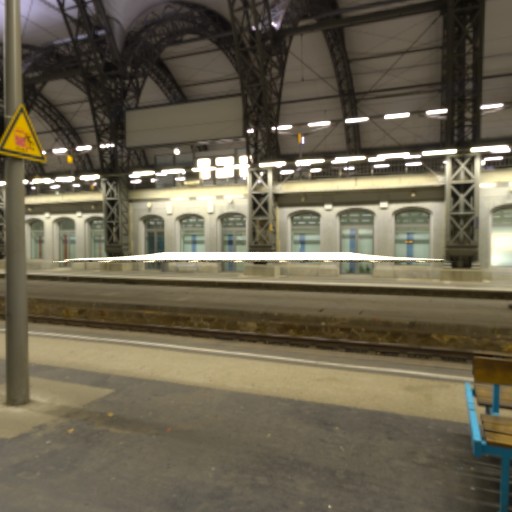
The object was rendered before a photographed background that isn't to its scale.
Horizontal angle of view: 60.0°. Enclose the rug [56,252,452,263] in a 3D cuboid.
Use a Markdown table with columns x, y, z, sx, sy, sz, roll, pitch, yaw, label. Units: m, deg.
| x | y | z | sx | sy | sz | roll | pitch | yaw | label |
| --- | --- | --- | --- | --- | --- | --- | --- | --- | --- |
| 0.000 | 0.000 | 4.165 | 2.342 | 0.026 | 3.221 | 0 | 1 | 1 | rug |
